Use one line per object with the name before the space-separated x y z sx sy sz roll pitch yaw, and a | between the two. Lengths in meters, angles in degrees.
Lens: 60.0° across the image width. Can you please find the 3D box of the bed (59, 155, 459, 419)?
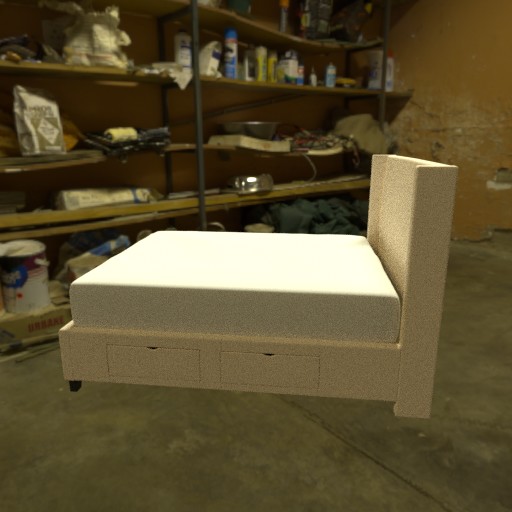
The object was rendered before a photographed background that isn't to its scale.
bed | 0.000 0.000 3.398 2.280 1.471 1.765 2 15 7
